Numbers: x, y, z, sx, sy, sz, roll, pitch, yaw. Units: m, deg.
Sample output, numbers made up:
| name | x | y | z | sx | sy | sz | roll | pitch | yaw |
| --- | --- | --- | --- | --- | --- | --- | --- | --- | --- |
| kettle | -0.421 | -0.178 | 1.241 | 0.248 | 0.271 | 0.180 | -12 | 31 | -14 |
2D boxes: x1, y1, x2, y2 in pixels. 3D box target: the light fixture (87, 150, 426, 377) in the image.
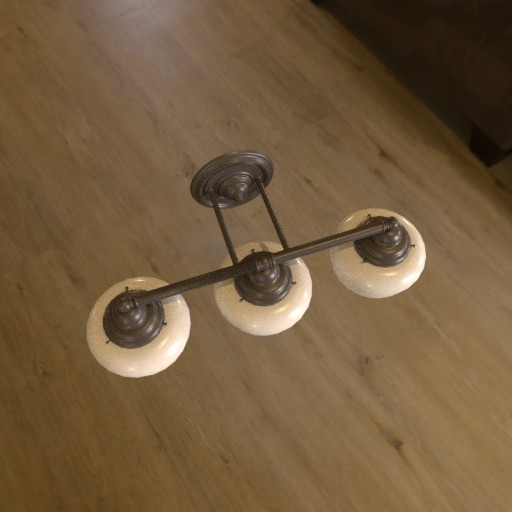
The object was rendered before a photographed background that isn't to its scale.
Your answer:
| name | x | y | z | sx | sy | sz | roll | pitch | yaw |
| --- | --- | --- | --- | --- | --- | --- | --- | --- | --- |
| light fixture | 0.000 | 0.000 | 0.721 | 0.587 | 0.242 | 0.239 | -17 | 65 | -8 |
